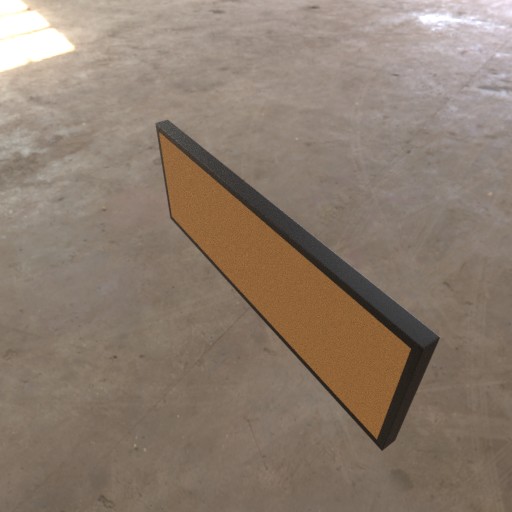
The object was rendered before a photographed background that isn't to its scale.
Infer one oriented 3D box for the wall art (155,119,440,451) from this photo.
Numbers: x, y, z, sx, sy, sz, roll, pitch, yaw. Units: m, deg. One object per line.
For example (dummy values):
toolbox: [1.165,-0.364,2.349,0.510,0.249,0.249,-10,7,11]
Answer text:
wall art: [0.000,0.000,0.979,0.037,0.303,0.860,-24,47,-25]
